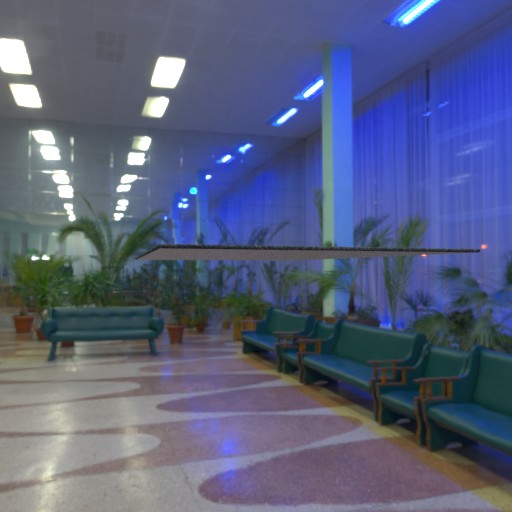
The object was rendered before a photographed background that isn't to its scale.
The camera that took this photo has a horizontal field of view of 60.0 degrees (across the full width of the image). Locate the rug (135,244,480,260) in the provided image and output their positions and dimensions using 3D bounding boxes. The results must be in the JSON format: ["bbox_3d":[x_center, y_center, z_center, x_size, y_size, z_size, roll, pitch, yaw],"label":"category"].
[{"bbox_3d":[0.000,0.000,2.963,1.478,0.017,2.330,0,-2,-17],"label":"rug"}]
